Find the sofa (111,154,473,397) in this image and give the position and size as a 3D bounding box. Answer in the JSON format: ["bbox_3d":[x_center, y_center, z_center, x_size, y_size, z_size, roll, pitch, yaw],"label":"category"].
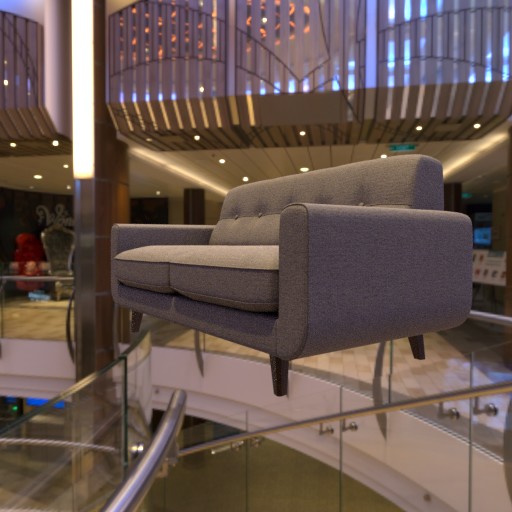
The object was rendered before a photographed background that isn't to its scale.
[{"bbox_3d":[0.000,0.000,2.106,0.909,0.841,1.631,-1,2,-36],"label":"sofa"}]
